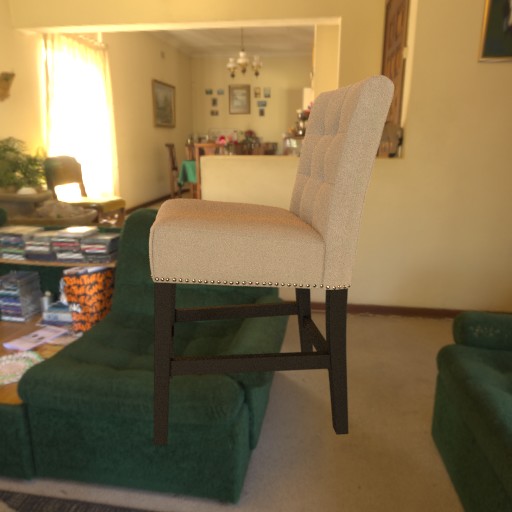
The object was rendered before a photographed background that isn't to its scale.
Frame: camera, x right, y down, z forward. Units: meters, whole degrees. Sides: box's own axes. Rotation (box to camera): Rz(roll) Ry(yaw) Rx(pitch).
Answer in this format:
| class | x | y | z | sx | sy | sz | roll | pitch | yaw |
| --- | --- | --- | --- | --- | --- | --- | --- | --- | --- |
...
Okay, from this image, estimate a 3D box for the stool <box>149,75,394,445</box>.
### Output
| class | x | y | z | sx | sy | sz | roll | pitch | yaw |
| --- | --- | --- | --- | --- | --- | --- | --- | --- | --- |
| stool | 0.000 | 0.000 | 1.209 | 0.571 | 0.885 | 0.427 | -2 | 15 | -8 |
